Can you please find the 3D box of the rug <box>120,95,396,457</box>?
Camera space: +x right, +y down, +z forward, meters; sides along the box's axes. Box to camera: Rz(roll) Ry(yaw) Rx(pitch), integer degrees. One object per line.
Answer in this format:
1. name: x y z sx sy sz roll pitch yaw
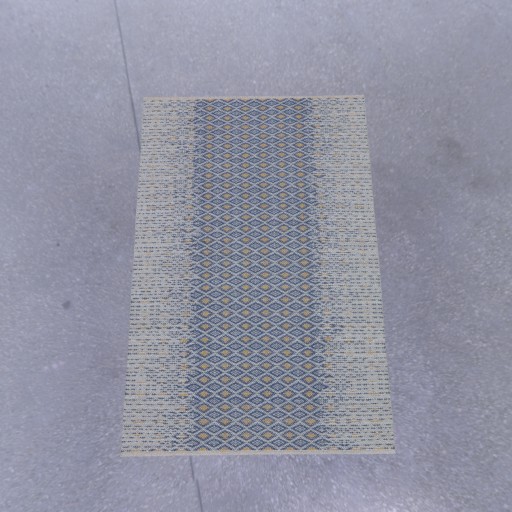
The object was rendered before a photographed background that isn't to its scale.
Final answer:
1. rug: 0.000 0.000 2.201 1.219 0.005 1.828 -1 75 0
